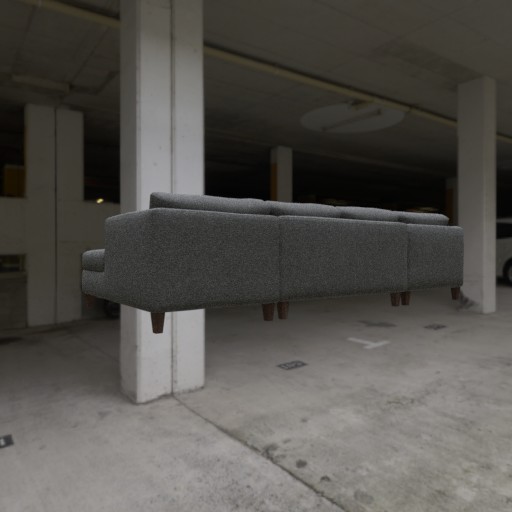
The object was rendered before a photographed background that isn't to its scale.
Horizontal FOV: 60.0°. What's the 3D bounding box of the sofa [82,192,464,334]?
[{"bbox_3d":[0.000,0.000,4.420,3.238,0.853,2.551,0,1,-35],"label":"sofa"}]
